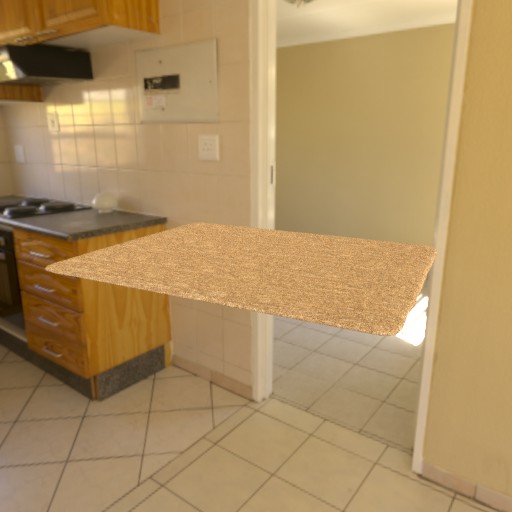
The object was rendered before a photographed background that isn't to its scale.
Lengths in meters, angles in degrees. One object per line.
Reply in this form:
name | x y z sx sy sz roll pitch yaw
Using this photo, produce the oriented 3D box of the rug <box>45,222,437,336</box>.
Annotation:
rug | 0.000 0.000 3.971 2.873 0.050 2.242 8 17 26
